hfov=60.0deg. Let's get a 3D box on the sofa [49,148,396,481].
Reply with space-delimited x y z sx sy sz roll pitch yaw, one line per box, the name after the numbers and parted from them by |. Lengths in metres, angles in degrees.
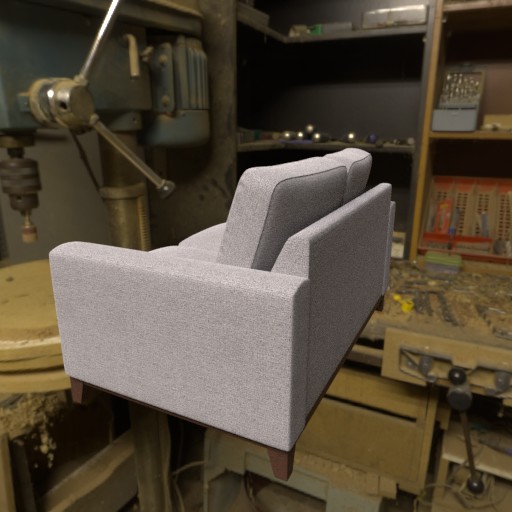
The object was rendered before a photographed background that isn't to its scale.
0.000 0.000 1.934 0.917 0.873 1.420 8 19 25 | sofa
